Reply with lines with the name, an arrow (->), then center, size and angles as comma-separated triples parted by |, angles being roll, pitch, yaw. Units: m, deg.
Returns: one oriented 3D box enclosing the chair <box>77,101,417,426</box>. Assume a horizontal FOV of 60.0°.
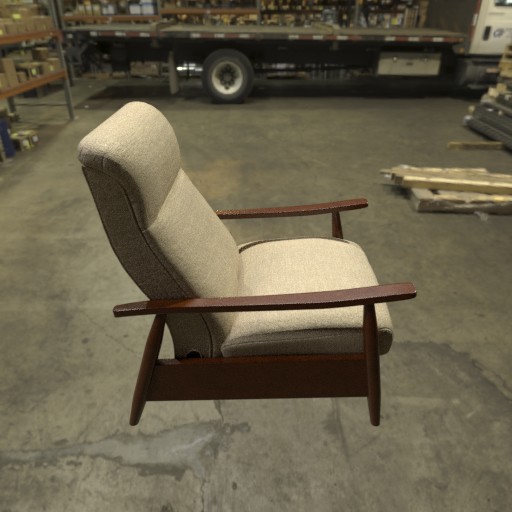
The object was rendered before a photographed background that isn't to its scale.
chair -> 0.000, 0.000, 1.749 | 1.014, 1.082, 0.762 | 0, 30, 0
